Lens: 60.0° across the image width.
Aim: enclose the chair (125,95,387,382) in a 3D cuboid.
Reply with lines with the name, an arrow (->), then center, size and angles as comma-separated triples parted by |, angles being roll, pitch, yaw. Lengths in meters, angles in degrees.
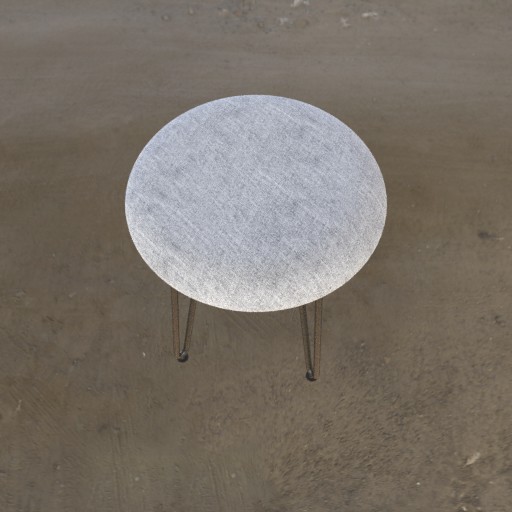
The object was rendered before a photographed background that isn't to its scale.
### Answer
chair -> 0.000, 0.000, 0.668 | 0.350, 0.386, 0.350 | -33, 66, -17
